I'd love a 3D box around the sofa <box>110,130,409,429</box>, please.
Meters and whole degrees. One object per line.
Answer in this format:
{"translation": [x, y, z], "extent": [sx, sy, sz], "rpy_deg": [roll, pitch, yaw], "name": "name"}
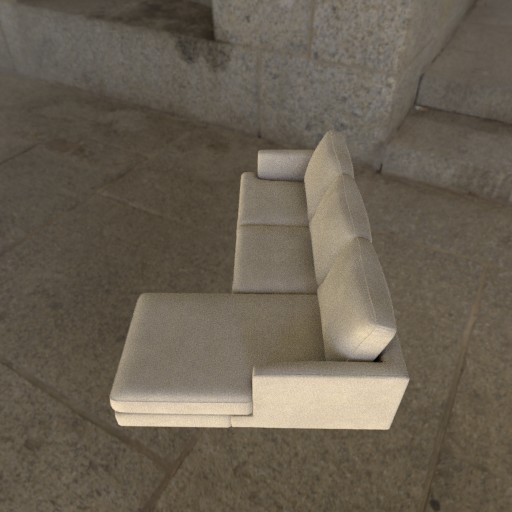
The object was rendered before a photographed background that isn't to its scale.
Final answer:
{"translation": [0.000, 0.000, 3.081], "extent": [1.504, 0.956, 2.233], "rpy_deg": [1, 42, 1], "name": "sofa"}
